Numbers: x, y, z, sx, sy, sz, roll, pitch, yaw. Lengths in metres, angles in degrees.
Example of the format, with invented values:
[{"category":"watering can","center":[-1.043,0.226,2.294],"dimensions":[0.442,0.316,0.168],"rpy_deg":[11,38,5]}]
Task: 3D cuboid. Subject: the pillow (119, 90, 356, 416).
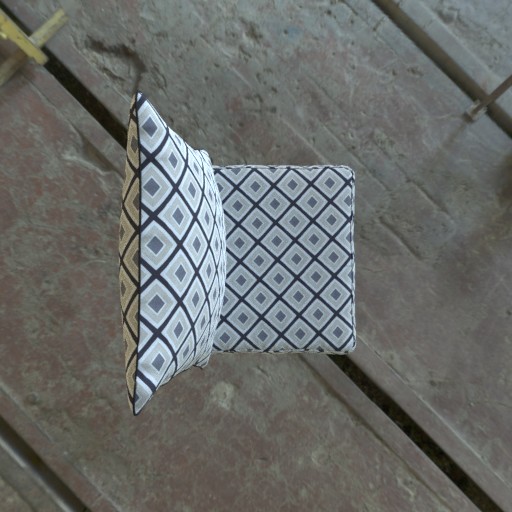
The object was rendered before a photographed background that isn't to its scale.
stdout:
[{"category":"pillow","center":[0.000,0.000,1.383],"dimensions":[0.733,0.722,0.798],"rpy_deg":[0,88,0]}]
